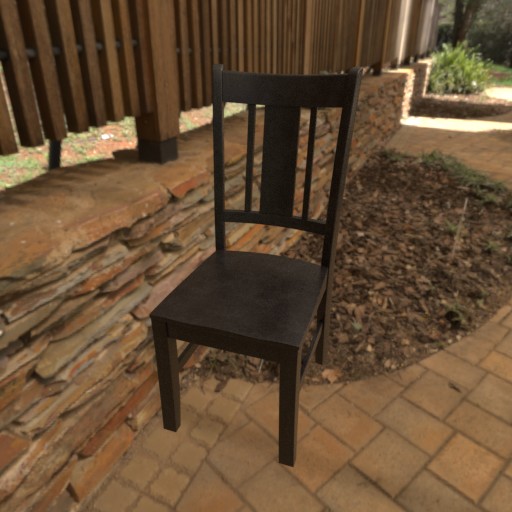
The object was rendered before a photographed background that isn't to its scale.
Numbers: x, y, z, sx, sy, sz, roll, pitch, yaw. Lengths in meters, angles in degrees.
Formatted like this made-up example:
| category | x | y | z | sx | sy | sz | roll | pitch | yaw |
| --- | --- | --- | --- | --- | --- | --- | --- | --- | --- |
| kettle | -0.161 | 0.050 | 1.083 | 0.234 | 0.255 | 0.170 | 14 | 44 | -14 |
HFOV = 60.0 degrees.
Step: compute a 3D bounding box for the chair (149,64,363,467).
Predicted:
| category | x | y | z | sx | sy | sz | roll | pitch | yaw |
| --- | --- | --- | --- | --- | --- | --- | --- | --- | --- |
| chair | 0.000 | 0.000 | 1.297 | 0.450 | 0.998 | 0.555 | 9 | 28 | 17 |
